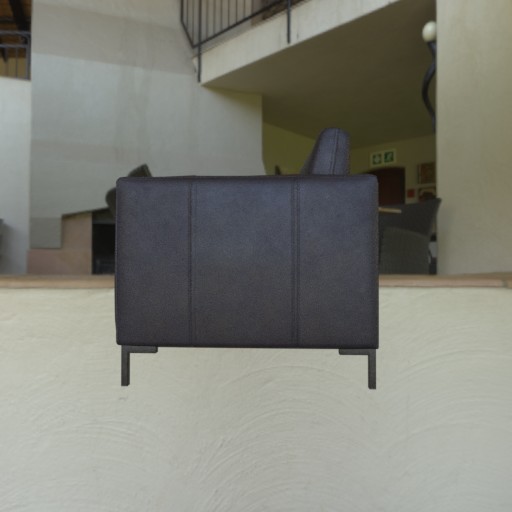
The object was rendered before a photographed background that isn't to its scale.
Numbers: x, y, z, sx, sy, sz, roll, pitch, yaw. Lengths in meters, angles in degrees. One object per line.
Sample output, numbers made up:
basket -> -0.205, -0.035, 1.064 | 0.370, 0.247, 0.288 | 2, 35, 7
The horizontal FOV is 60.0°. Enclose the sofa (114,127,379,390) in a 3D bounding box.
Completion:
sofa -> 0.000, 0.000, 2.296 | 0.947, 0.883, 1.805 | 0, -1, 1
